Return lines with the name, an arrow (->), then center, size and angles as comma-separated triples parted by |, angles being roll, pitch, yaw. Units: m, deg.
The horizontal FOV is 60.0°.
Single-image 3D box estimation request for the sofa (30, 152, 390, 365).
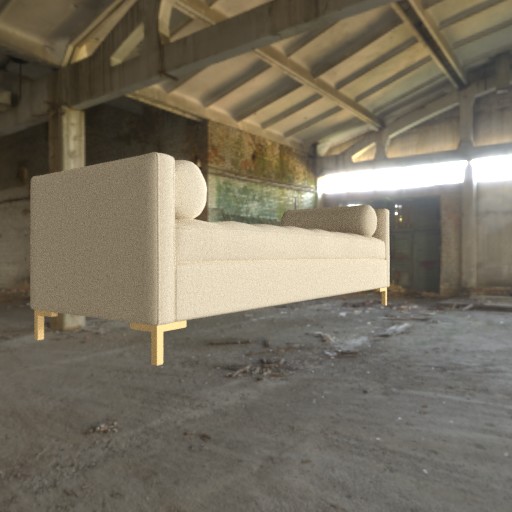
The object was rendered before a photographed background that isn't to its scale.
sofa -> 0.000, 0.000, 2.285 | 0.746, 0.641, 1.985 | 0, 0, 36
